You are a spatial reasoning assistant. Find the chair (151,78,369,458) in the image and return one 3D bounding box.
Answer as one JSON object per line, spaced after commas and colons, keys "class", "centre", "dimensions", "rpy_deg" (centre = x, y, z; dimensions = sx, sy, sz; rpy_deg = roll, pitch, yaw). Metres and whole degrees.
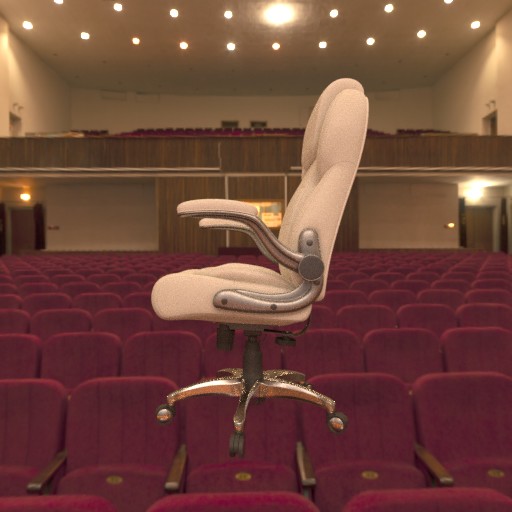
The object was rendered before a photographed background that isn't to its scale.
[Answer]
{"class": "chair", "centre": [0.000, 0.000, 1.812], "dimensions": [0.806, 1.330, 0.755], "rpy_deg": [0, 0, -1]}
